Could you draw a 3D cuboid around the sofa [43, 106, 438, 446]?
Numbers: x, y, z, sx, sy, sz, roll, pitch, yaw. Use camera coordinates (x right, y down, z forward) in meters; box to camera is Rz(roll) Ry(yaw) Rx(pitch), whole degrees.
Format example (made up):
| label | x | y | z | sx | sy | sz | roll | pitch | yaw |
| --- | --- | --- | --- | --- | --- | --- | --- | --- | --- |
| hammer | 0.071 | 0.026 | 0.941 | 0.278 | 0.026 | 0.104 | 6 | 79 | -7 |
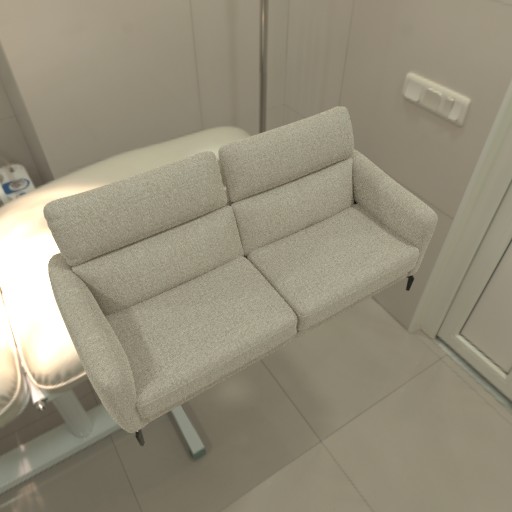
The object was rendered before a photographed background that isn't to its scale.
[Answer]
| label | x | y | z | sx | sy | sz | roll | pitch | yaw |
| --- | --- | --- | --- | --- | --- | --- | --- | --- | --- |
| sofa | 0.000 | 0.000 | 2.421 | 2.015 | 0.956 | 0.856 | -25 | 50 | -22 |
